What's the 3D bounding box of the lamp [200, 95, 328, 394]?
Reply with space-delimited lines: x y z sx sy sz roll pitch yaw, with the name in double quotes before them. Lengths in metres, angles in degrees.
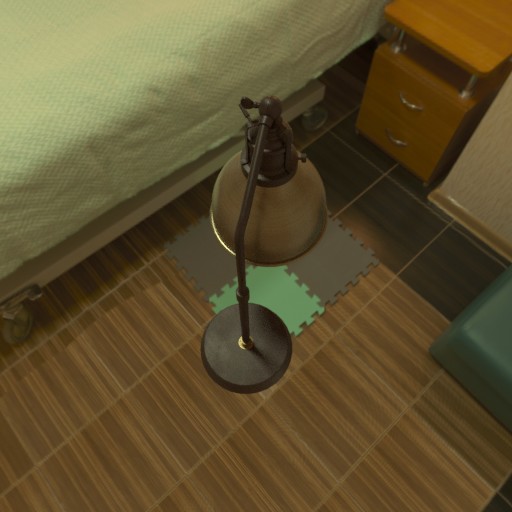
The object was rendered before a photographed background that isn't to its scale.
"lamp" 0.000 0.000 0.619 0.175 0.469 0.298 17 64 8
